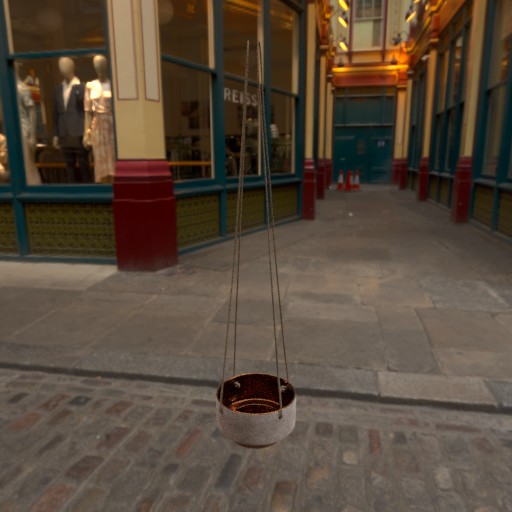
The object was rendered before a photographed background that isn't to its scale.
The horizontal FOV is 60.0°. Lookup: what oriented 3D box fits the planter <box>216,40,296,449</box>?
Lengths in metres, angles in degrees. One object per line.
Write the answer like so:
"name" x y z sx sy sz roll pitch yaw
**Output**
"planter" 0.000 0.000 1.148 0.223 1.030 0.223 2 13 10
